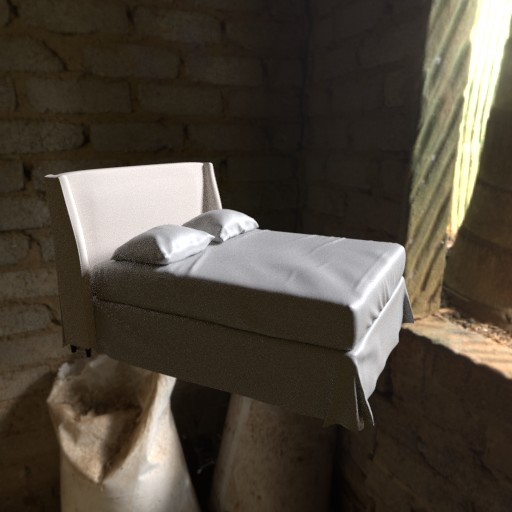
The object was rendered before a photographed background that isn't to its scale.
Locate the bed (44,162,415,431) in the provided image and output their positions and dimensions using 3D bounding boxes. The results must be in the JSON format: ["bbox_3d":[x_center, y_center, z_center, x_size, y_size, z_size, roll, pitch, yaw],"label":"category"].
[{"bbox_3d":[0.000,0.000,3.466,2.276,1.332,1.925,7,17,26],"label":"bed"}]
